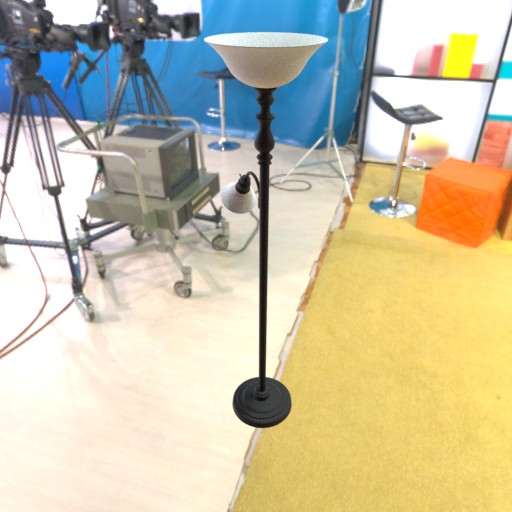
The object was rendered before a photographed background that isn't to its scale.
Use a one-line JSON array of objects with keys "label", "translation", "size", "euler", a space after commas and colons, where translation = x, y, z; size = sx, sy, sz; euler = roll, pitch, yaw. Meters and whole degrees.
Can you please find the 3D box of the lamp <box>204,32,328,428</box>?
[{"label": "lamp", "translation": [0.000, 0.000, 2.005], "size": [0.405, 1.793, 0.588], "euler": [-12, 34, -18]}]
